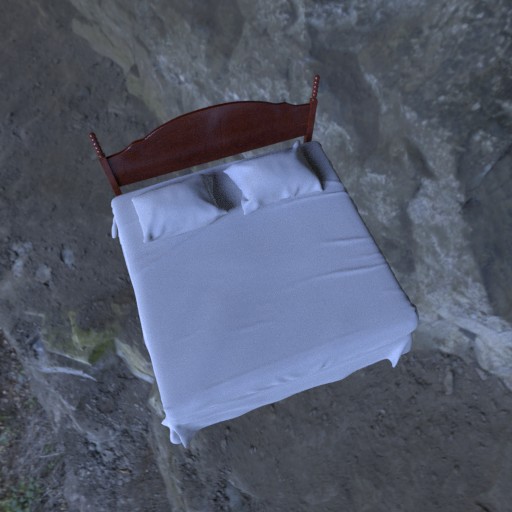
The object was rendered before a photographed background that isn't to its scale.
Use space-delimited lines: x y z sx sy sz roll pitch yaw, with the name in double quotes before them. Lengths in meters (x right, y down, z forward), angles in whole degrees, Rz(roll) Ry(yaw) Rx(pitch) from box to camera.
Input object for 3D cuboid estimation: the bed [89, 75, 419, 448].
"bed" 0.000 0.000 3.612 2.322 1.355 2.219 -18 63 -9
